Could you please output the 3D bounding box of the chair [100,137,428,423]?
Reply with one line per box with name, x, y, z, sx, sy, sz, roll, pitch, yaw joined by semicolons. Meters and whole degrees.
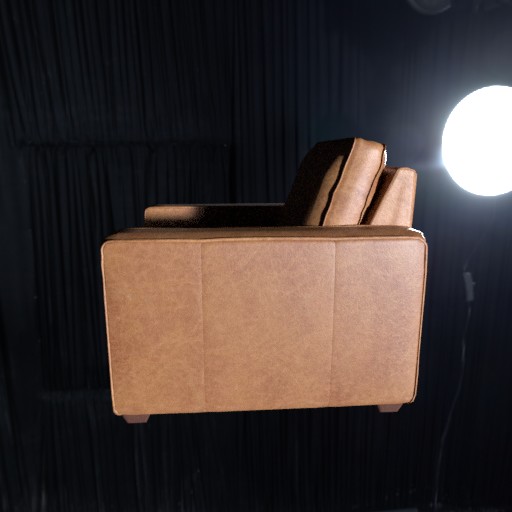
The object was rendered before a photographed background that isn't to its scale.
chair;0.000;0.000;1.770;1.027;0.901;0.987;-2;13;-7
